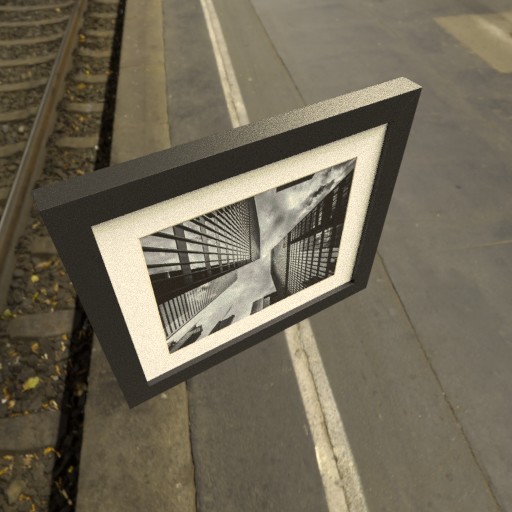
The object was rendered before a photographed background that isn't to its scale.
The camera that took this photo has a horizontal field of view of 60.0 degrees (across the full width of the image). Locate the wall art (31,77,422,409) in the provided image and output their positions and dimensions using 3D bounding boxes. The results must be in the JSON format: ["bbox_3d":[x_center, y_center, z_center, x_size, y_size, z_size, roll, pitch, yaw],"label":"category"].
[{"bbox_3d":[0.000,0.000,0.510,0.381,0.321,0.028,-23,51,-21],"label":"wall art"}]
